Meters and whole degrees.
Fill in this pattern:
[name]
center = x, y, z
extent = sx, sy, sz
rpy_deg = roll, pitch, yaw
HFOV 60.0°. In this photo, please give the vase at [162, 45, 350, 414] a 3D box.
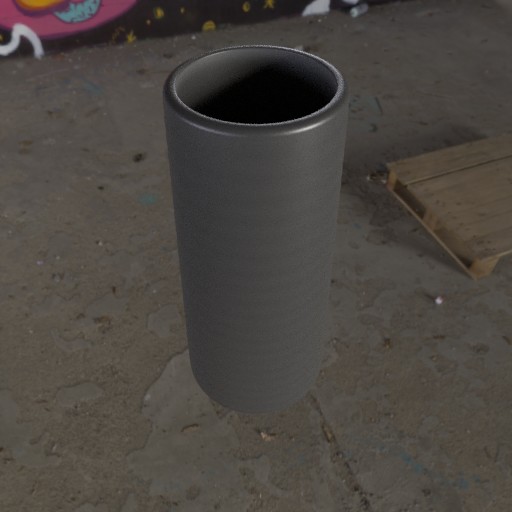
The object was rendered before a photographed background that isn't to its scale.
[vase]
center = 0.000, 0.000, 0.355
extent = 0.136, 0.289, 0.136
rpy_deg = -1, 47, -1
